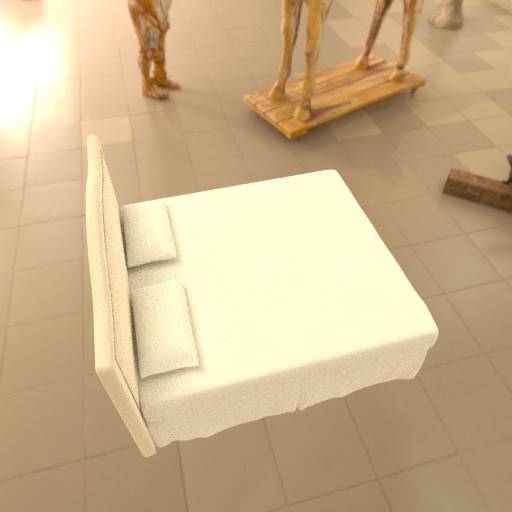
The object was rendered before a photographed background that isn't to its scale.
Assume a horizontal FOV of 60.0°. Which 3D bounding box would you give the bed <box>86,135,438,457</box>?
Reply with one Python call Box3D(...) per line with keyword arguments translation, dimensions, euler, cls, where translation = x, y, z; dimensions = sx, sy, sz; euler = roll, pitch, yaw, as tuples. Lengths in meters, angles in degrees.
Box3D(translation=(0.000, 0.000, 3.418), dimensions=(2.182, 1.421, 2.083), euler=(-12, 49, -10), cls="bed")
